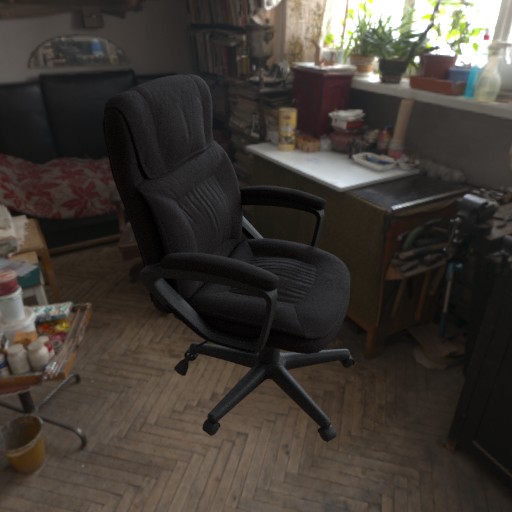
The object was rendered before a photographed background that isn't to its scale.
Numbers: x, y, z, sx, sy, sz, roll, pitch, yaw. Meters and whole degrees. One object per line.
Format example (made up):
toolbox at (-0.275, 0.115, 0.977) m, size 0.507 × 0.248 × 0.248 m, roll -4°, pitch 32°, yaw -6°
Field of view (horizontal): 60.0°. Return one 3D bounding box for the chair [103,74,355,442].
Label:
chair at (0.000, 0.000, 1.508) m, size 0.724 × 1.105 × 0.667 m, roll 10°, pitch 31°, yaw 18°
